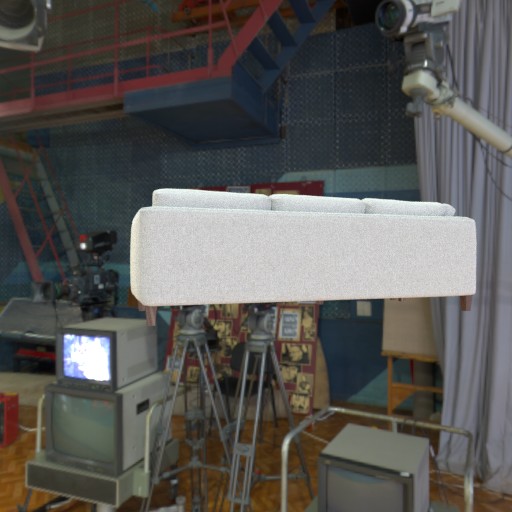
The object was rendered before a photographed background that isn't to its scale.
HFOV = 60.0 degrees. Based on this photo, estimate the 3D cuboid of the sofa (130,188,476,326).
[{"bbox_3d":[0.000,0.000,4.517,2.551,0.853,3.238,0,0,-18],"label":"sofa"}]
